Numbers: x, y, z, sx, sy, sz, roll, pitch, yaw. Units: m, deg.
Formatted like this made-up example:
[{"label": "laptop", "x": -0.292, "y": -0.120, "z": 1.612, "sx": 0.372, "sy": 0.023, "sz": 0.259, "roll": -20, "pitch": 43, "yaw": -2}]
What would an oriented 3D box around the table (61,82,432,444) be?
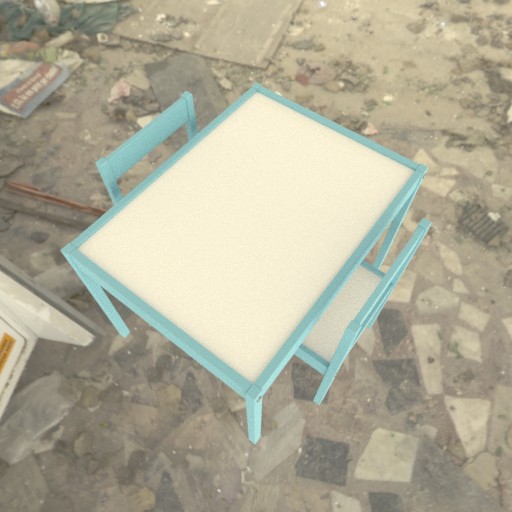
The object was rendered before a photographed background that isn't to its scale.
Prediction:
[{"label": "table", "x": 0.000, "y": 0.000, "z": 1.101, "sx": 0.633, "sy": 0.503, "sz": 0.639, "roll": 33, "pitch": 64, "yaw": 18}]
